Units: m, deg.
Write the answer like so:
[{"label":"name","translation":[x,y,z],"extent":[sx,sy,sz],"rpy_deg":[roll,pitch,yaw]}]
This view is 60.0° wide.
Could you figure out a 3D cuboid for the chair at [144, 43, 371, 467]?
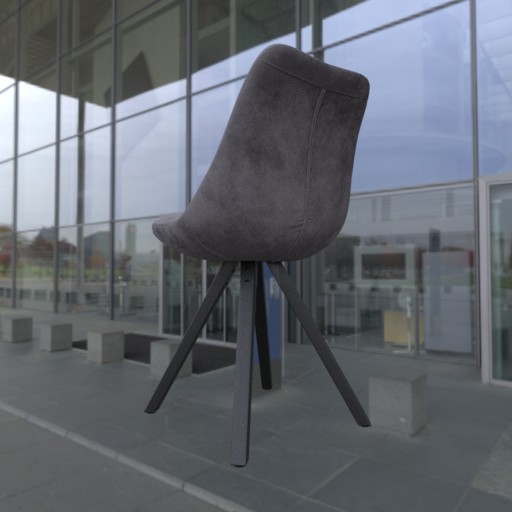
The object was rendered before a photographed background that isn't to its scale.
[{"label":"chair","translation":[0.000,0.000,1.170],"extent":[0.485,0.850,0.550],"rpy_deg":[1,-2,-36]}]
